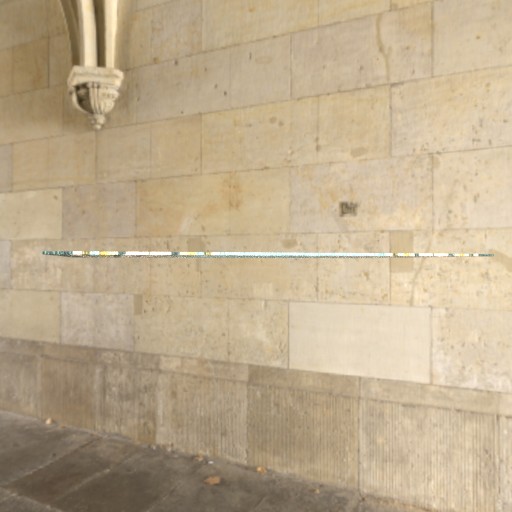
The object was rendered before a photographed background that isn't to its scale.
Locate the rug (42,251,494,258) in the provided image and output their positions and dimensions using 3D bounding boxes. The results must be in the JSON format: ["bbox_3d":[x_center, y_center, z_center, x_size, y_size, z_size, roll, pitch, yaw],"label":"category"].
[{"bbox_3d":[0.000,0.000,2.248,1.811,0.010,1.212,0,-1,-18],"label":"rug"}]
